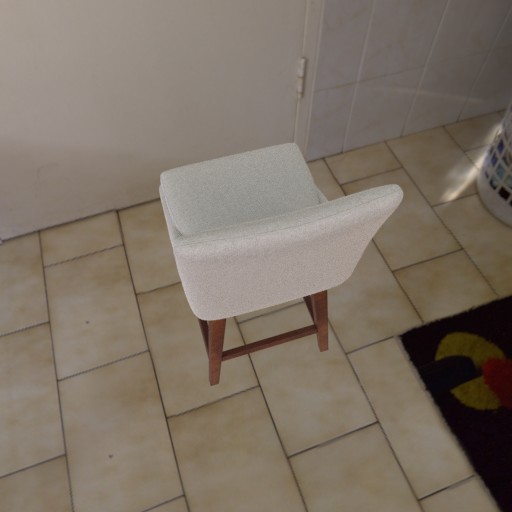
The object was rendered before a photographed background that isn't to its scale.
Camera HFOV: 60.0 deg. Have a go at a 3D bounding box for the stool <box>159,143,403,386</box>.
[{"bbox_3d":[0.000,0.000,1.344,0.469,0.991,0.559,-15,59,-9],"label":"stool"}]
